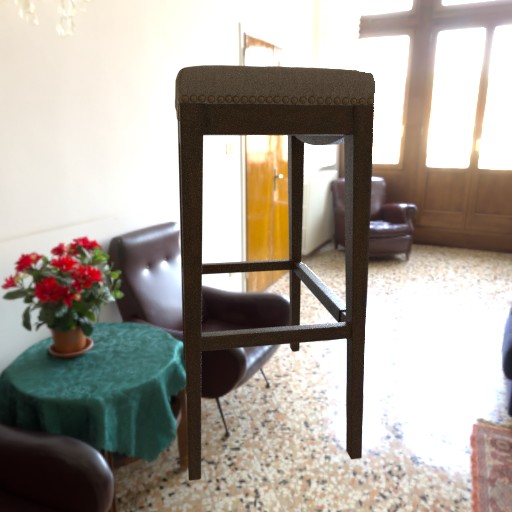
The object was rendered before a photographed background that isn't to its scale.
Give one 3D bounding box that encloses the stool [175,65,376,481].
[{"bbox_3d":[0.000,0.000,1.031,0.356,0.762,0.508,-3,16,-10],"label":"stool"}]
